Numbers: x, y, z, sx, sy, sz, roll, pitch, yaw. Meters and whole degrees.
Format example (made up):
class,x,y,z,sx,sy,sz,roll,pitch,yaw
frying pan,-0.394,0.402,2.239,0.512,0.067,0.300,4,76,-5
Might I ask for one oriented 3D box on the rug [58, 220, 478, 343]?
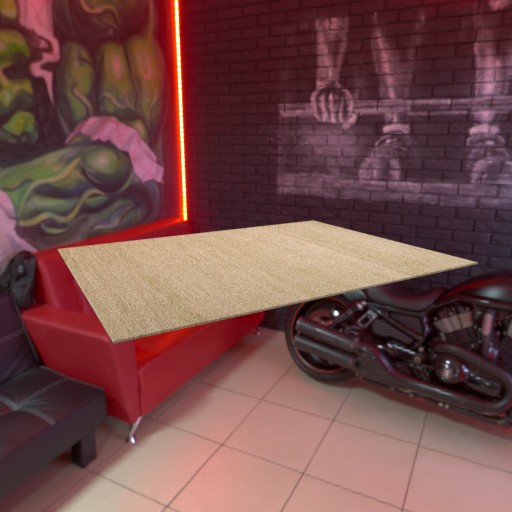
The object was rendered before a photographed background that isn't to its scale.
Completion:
class,x,y,z,sx,sy,sz,roll,pitch,yaw
rug,0.000,0.000,4.210,3.198,0.016,2.425,-8,17,-29
